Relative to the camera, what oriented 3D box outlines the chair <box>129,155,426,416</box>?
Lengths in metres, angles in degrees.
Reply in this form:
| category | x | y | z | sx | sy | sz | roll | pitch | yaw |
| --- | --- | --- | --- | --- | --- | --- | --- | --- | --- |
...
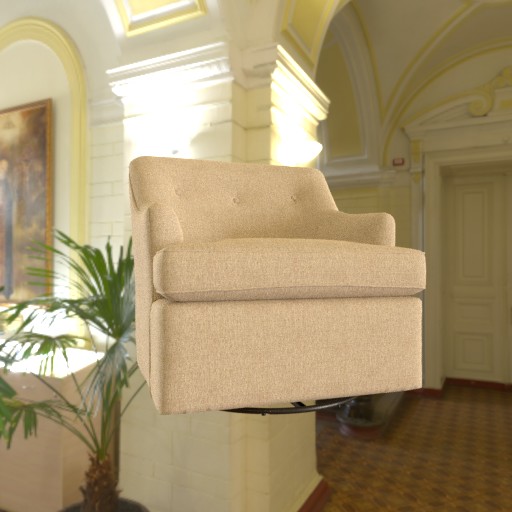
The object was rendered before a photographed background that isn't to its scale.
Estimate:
| category | x | y | z | sx | sy | sz | roll | pitch | yaw |
| --- | --- | --- | --- | --- | --- | --- | --- | --- | --- |
| chair | 0.000 | 0.000 | 1.594 | 0.864 | 0.856 | 0.923 | 0 | -1 | -18 |
